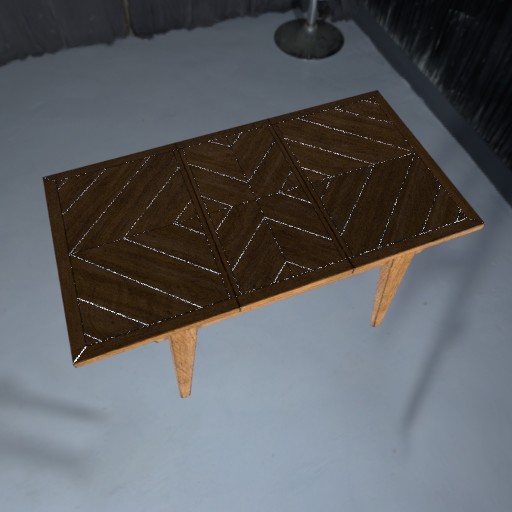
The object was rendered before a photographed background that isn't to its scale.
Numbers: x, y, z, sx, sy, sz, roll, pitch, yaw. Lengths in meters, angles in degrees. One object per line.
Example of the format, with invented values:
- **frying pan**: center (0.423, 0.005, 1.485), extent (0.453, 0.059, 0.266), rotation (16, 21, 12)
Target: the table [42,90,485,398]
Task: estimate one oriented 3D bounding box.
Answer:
- **table**: center (0.000, 0.000, 1.901), extent (1.400, 0.760, 0.757), rotation (-18, 60, -11)
